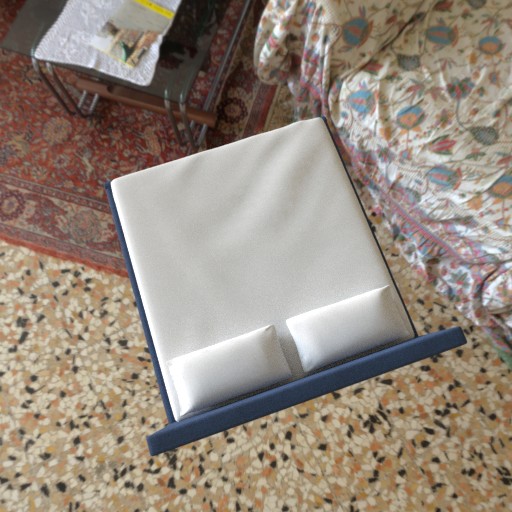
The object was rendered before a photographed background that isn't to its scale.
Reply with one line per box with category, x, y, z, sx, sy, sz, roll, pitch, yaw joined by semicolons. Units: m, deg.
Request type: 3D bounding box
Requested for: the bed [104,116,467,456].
bed;0.000;0.000;3.541;2.096;1.231;2.232;-18;76;-5
